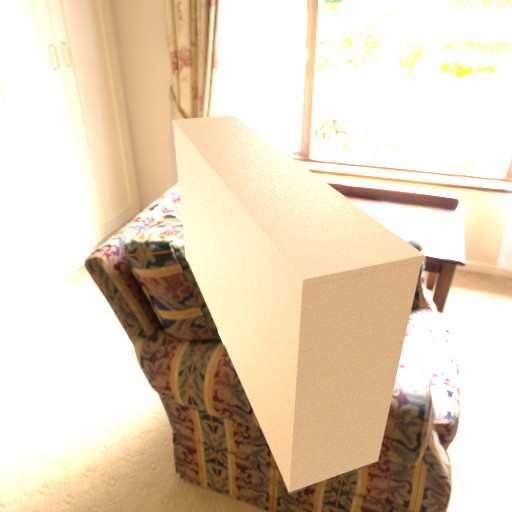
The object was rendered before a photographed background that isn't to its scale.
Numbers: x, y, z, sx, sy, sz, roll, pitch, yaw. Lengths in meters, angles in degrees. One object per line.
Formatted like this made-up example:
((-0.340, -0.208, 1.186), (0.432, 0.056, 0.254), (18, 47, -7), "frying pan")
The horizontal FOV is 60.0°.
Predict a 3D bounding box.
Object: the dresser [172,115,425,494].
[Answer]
((0.000, 0.000, 1.829), (0.333, 0.790, 1.535), (-10, 32, -17), "dresser")
